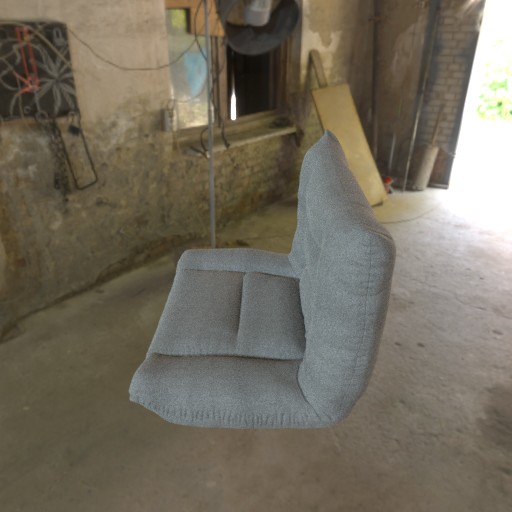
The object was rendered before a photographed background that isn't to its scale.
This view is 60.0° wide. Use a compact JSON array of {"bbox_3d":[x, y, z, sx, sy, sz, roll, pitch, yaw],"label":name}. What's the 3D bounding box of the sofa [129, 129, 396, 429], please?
[{"bbox_3d":[0.000,0.000,1.812,0.847,0.795,1.144,1,27,1],"label":"sofa"}]
